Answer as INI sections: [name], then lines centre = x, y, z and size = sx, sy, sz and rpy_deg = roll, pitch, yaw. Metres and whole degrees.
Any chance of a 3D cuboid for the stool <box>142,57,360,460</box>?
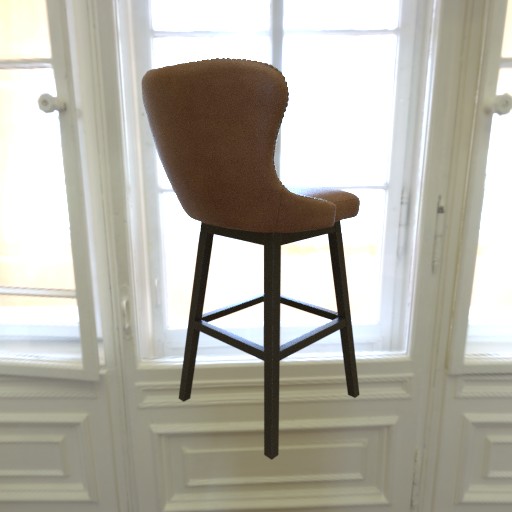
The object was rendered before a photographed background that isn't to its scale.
[stool]
centre = 0.000, 0.000, 1.380
size = 0.528, 1.050, 0.601
rpy_deg = 14, 20, 43
